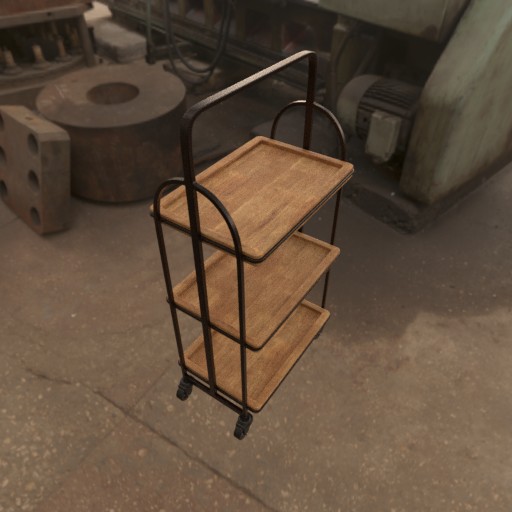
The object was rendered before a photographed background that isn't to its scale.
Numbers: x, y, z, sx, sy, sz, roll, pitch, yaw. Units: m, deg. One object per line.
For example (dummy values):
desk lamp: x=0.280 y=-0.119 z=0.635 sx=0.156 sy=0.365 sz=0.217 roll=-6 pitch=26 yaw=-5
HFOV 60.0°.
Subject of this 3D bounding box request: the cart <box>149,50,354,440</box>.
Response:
cart: x=0.000 y=0.000 z=1.260 sx=0.327 sy=1.001 sz=0.553 roll=24 pitch=46 yaw=25
